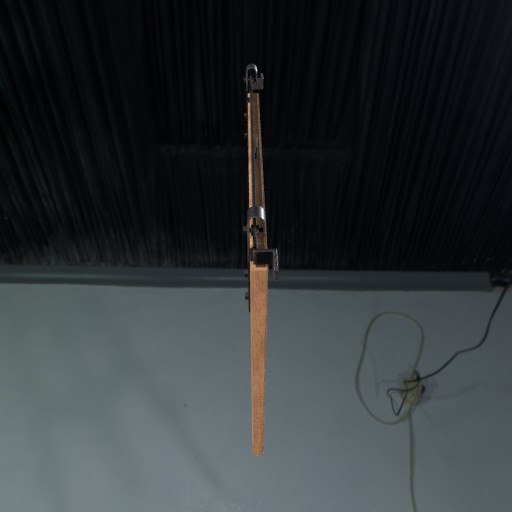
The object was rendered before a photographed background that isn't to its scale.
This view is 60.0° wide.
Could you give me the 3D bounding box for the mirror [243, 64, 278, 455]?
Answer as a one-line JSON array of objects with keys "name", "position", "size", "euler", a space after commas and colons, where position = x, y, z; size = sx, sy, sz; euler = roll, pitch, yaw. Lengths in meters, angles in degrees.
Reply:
[{"name": "mirror", "position": [0.000, 0.000, 1.208], "size": [0.054, 0.800, 0.805], "euler": [-1, 43, -1]}]
